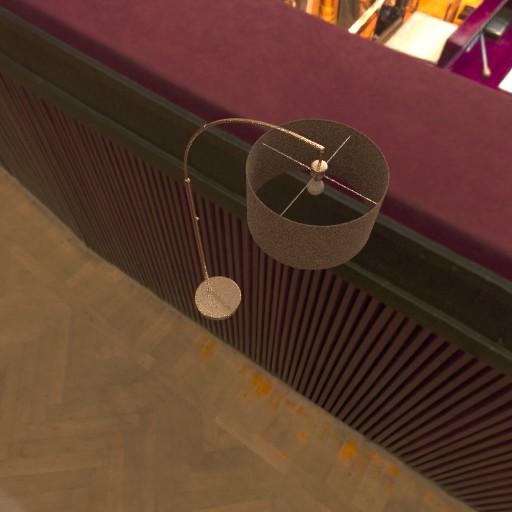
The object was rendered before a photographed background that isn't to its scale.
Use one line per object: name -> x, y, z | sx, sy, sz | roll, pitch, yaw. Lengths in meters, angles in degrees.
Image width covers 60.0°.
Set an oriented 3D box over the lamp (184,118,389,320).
lamp -> 0.000, 0.000, 2.141 | 0.934, 1.735, 0.452 | 32, 64, 18
